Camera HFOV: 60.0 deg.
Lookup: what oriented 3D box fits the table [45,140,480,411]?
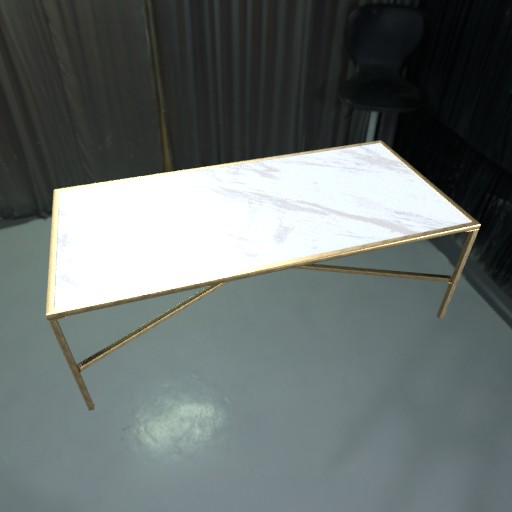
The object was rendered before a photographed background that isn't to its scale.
[{"bbox_3d":[0.000,0.000,1.496,1.197,0.405,0.577,-11,42,-13],"label":"table"}]
